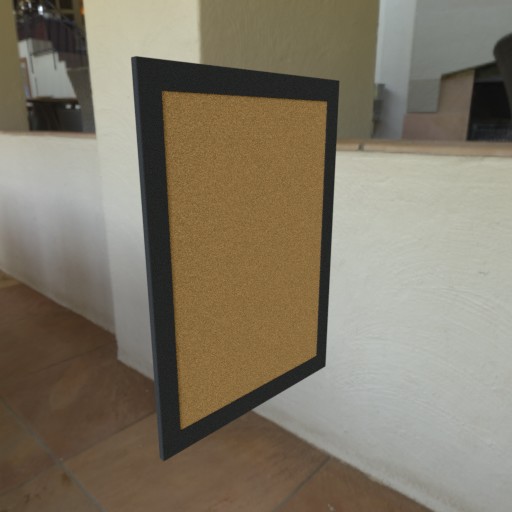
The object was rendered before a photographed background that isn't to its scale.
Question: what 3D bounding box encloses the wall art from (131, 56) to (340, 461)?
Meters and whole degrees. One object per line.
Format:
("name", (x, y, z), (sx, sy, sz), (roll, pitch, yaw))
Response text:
("wall art", (0.000, 0.000, 0.682), (0.374, 0.529, 0.012), (-15, 22, -42))
